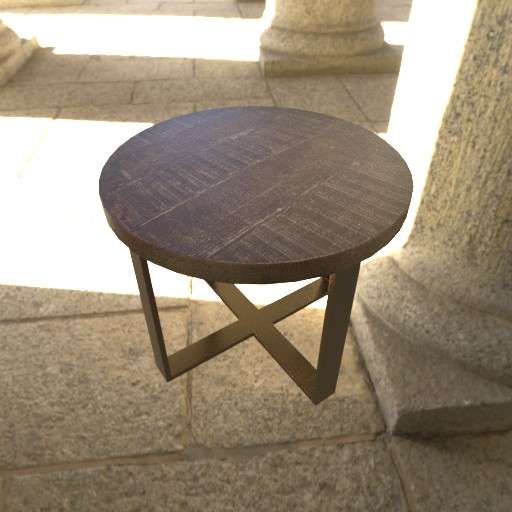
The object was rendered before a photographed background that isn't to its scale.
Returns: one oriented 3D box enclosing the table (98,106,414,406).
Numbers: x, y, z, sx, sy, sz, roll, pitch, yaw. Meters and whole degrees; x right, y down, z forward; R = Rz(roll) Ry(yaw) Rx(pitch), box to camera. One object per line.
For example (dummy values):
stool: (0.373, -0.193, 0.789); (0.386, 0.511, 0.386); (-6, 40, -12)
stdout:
table: (0.000, 0.000, 0.951); (0.557, 0.437, 0.557); (0, 40, 0)
